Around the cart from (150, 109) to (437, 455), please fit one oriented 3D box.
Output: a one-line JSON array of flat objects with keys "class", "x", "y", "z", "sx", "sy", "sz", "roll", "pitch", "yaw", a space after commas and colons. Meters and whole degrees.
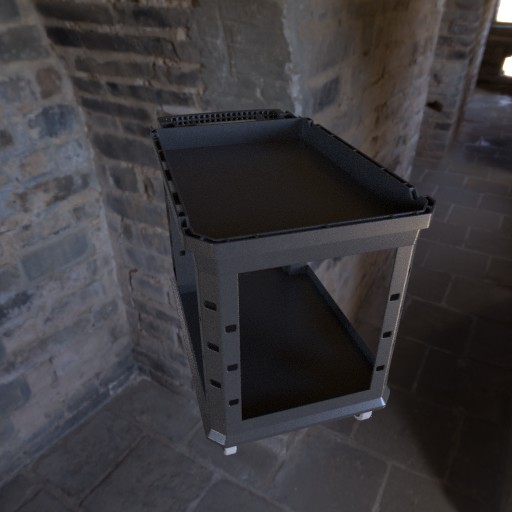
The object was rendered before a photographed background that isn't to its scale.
[{"class": "cart", "x": 0.000, "y": 0.000, "z": 1.780, "sx": 0.674, "sy": 0.884, "sz": 1.239, "roll": -9, "pitch": 33, "yaw": -14}]
